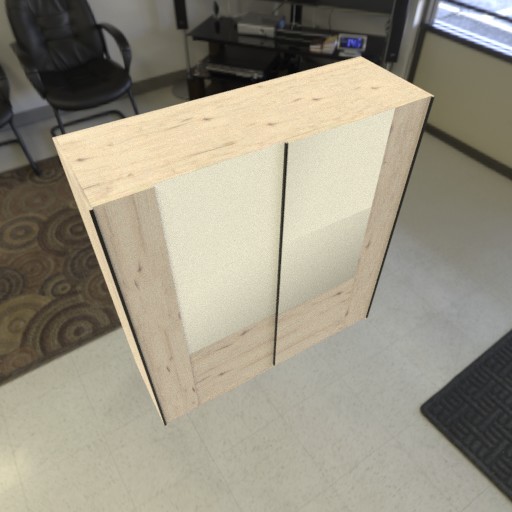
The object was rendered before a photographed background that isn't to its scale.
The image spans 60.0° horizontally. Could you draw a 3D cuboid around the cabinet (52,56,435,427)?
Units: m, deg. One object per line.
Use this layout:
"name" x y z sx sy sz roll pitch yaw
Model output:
"cabinet" 0.000 0.000 3.176 2.000 2.180 0.660 -23 50 -21
